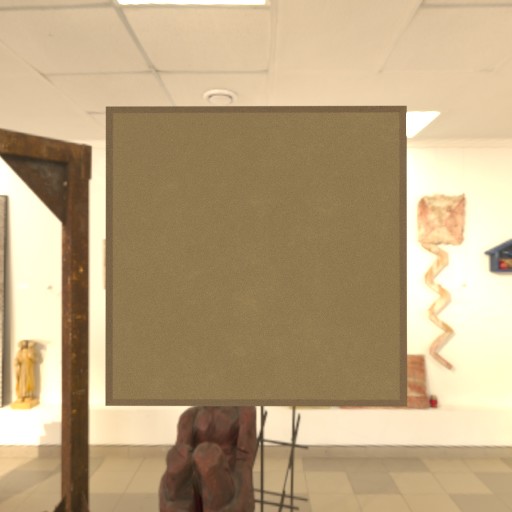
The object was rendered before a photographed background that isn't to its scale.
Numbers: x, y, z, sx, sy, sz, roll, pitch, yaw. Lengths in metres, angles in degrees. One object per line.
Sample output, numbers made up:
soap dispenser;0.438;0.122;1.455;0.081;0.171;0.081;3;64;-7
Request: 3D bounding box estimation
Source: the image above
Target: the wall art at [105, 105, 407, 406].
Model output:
wall art;0.000;0.000;0.766;0.508;0.506;0.038;0;0;0
